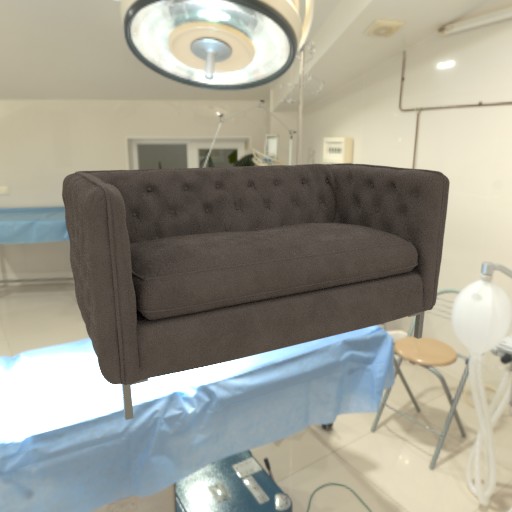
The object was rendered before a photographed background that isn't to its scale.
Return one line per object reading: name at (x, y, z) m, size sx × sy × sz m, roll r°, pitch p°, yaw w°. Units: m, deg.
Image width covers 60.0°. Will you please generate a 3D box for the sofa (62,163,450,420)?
sofa at (0.000, 0.000, 2.108) m, size 1.583 × 0.810 × 0.909 m, roll -8°, pitch 17°, yaw -26°
